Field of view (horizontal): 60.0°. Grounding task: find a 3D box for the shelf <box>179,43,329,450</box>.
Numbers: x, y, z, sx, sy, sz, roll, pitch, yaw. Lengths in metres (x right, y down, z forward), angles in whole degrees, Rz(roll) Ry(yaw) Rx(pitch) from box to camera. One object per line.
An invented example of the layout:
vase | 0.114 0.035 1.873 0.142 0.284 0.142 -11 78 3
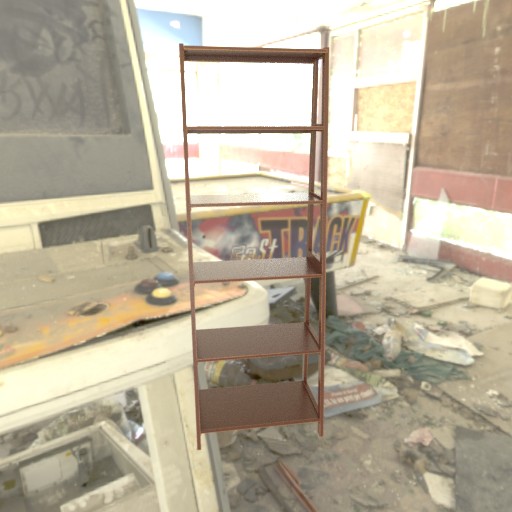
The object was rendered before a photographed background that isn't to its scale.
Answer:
shelf | 0.000 0.000 2.179 0.660 1.892 0.381 -3 17 -8
